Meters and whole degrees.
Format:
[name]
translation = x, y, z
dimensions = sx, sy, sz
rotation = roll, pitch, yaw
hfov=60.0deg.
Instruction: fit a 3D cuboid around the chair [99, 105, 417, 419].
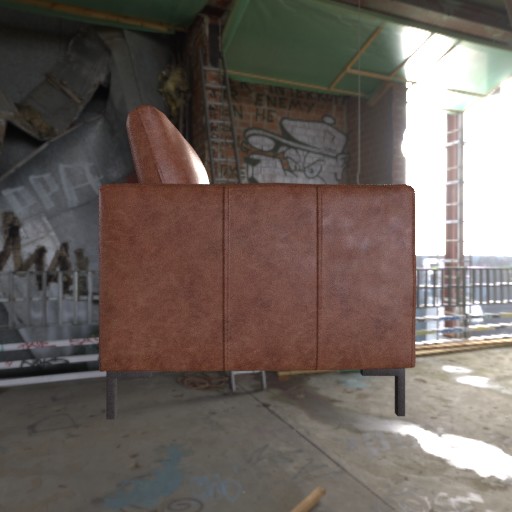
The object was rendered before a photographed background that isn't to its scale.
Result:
[chair]
translation = 0.000, 0.000, 1.631
dimensions = 0.862, 0.869, 0.967
rotation = 0, 0, -2
